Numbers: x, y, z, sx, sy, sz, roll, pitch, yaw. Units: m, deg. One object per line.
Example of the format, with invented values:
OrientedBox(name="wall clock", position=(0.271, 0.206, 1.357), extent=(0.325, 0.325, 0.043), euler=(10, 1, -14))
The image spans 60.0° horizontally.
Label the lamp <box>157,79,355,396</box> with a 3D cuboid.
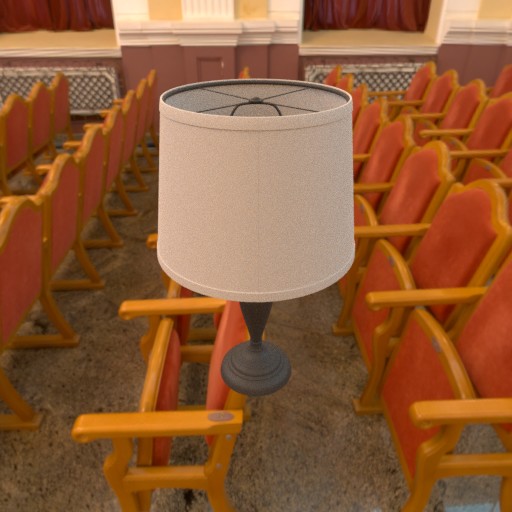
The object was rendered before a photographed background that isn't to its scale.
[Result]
OrientedBox(name="lamp", position=(0.000, 0.000, 0.719), extent=(0.310, 0.501, 0.310), euler=(0, 31, 0))
